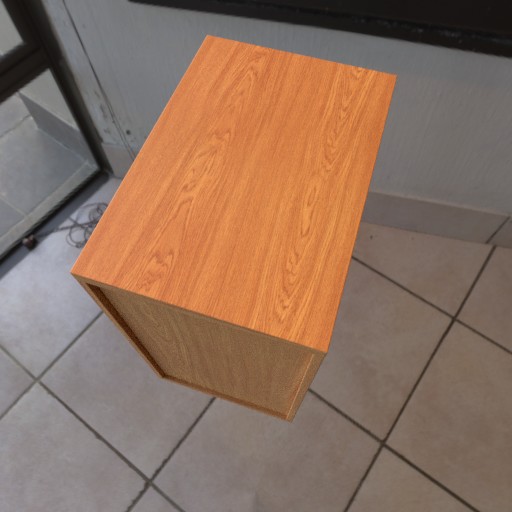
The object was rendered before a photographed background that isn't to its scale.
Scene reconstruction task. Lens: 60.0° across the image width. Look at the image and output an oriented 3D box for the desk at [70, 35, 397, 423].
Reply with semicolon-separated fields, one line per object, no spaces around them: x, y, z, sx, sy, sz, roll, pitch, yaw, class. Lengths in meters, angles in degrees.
0.000;0.000;1.103;0.404;0.730;0.600;16;63;8;desk
